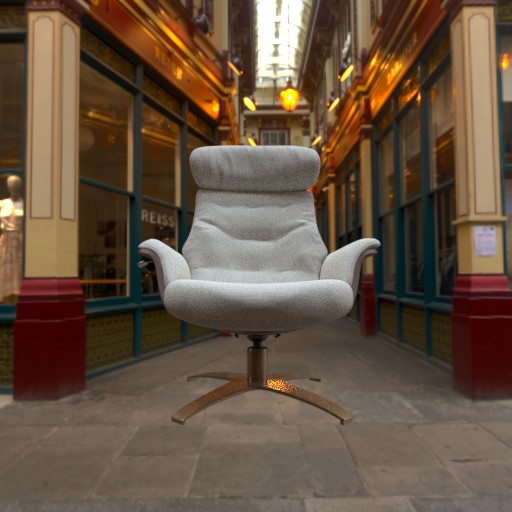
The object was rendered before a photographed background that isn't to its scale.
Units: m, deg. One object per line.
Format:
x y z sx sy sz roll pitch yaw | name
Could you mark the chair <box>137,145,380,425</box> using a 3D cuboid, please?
0.000 0.000 1.590 0.785 0.995 0.837 0 -2 -1 | chair
